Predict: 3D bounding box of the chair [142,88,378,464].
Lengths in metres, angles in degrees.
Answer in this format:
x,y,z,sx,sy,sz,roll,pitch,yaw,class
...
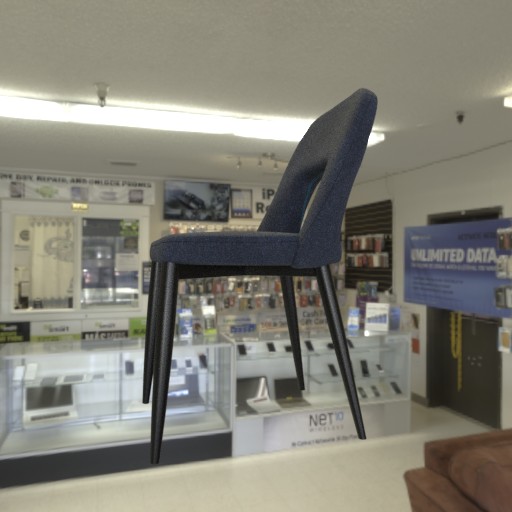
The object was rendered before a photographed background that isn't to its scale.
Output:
x,y,z,sx,sy,sz,roll,pitch,yaw,class
0.000,0.000,1.263,0.612,0.931,0.470,0,0,-17,chair
